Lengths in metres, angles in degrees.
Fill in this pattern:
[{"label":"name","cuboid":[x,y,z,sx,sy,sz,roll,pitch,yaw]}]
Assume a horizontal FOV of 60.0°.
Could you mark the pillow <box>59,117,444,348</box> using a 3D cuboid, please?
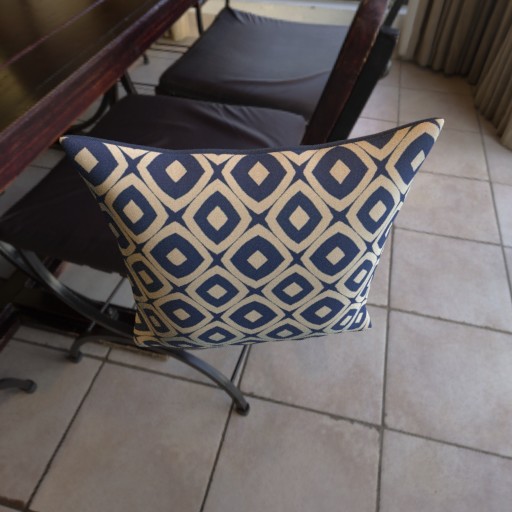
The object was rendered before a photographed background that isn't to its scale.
[{"label":"pillow","cuboid":[0.000,0.000,0.757,0.504,0.494,0.188,-4,47,-3]}]
